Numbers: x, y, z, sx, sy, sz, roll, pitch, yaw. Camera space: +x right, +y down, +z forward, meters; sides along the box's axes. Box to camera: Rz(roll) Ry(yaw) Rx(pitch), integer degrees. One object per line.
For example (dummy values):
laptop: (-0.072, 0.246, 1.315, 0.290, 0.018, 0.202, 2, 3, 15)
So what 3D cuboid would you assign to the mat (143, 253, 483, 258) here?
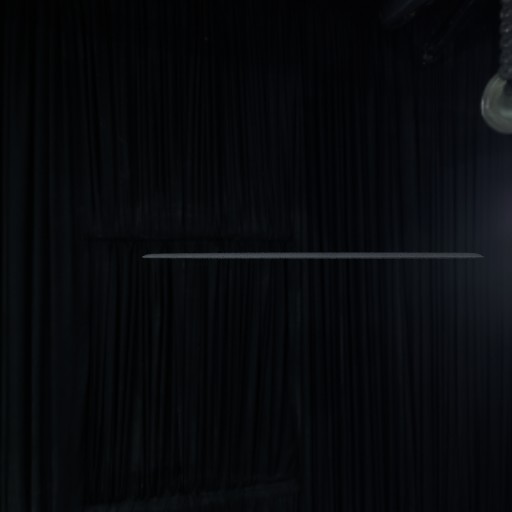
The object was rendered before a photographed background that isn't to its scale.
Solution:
mat: (0.000, 0.000, 1.849, 0.917, 0.016, 1.525, 0, 0, -18)
